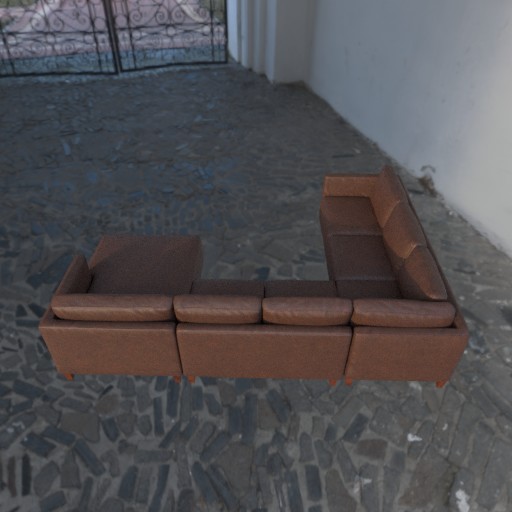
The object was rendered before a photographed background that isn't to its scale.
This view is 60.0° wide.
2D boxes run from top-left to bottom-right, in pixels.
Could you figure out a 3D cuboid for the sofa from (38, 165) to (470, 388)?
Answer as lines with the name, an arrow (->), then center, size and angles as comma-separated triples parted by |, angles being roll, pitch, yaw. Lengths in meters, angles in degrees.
sofa -> 0.000, 0.000, 4.631 | 3.460, 0.923, 2.593 | 1, 40, 1
